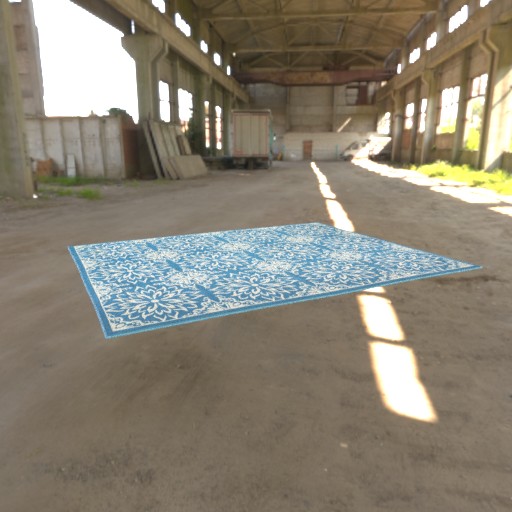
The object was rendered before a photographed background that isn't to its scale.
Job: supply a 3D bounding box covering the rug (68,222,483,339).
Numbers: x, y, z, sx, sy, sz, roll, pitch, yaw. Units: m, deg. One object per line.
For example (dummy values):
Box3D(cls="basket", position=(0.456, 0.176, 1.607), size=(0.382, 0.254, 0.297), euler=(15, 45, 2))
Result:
Box3D(cls="rug", position=(0.000, 0.000, 3.979), size=(2.964, 0.018, 2.350), euler=(-7, 16, -26))
